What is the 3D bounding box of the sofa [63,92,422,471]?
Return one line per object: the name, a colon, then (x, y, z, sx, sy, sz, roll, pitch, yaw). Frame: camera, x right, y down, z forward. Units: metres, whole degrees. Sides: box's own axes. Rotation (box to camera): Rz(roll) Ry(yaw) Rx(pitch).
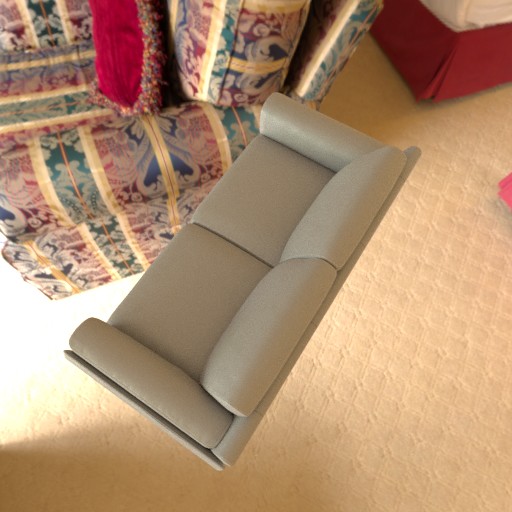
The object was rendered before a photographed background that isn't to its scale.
sofa: (0.000, 0.000, 2.612, 1.049, 0.930, 2.101, 31, 69, 13)
